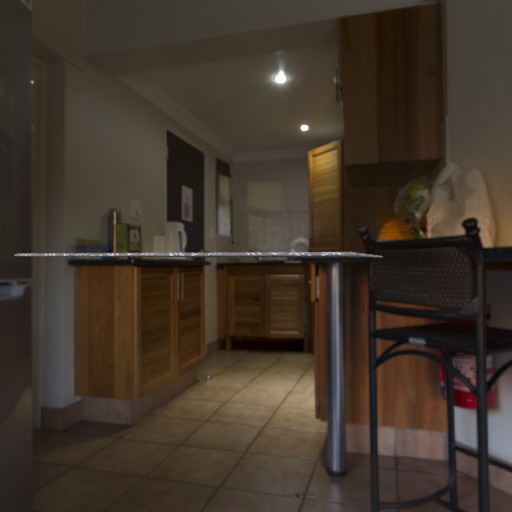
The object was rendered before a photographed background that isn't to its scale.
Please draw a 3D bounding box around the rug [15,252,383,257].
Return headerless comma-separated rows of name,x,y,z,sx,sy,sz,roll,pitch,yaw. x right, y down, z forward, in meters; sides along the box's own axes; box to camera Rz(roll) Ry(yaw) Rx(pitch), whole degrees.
rug,0.000,0.000,2.965,1.541,0.012,2.457,0,0,18
